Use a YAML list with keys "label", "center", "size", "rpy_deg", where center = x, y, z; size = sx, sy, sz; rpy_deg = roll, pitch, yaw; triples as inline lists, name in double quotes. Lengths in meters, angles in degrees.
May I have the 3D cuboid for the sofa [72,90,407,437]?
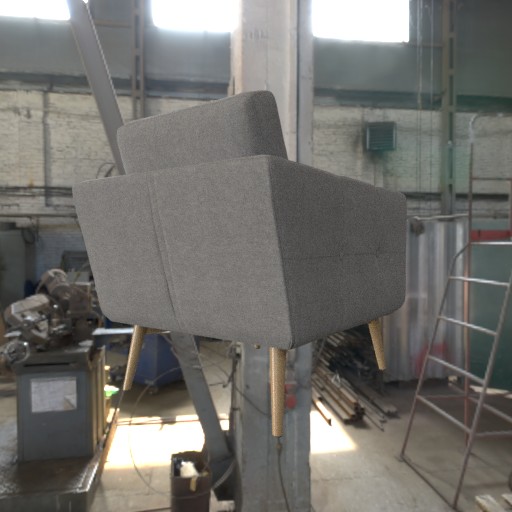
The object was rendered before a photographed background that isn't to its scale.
- label: "sofa"
  center: [0.000, 0.000, 1.504]
  size: [0.770, 0.860, 0.920]
  rpy_deg: [1, 2, 36]
